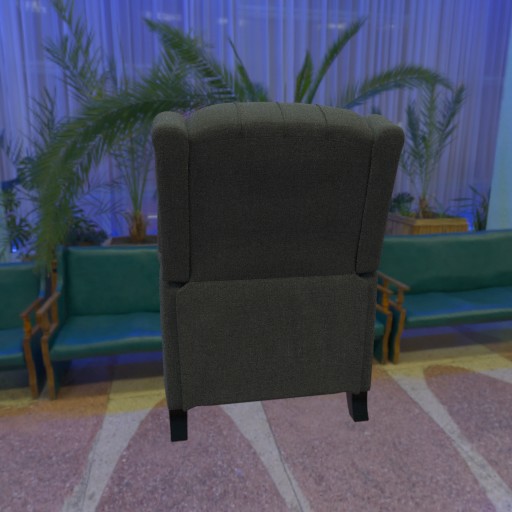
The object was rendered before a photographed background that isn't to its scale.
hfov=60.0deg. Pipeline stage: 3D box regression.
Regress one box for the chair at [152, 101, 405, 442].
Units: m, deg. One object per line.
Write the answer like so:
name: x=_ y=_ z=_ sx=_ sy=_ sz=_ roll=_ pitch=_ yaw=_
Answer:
chair: x=0.000 y=0.000 z=1.662 sx=0.742 sy=1.035 sz=0.898 roll=-2 pitch=14 yaw=-10
